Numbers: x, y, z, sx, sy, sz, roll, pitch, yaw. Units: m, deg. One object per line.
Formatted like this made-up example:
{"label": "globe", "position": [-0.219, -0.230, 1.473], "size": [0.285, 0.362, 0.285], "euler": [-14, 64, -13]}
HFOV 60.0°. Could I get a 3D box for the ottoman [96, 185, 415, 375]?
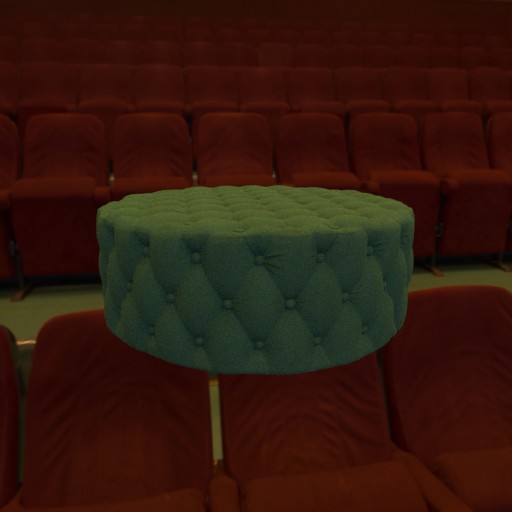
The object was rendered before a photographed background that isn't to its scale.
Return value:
{"label": "ottoman", "position": [0.000, 0.000, 1.479], "size": [0.998, 0.399, 0.998], "euler": [0, 15, 0]}
